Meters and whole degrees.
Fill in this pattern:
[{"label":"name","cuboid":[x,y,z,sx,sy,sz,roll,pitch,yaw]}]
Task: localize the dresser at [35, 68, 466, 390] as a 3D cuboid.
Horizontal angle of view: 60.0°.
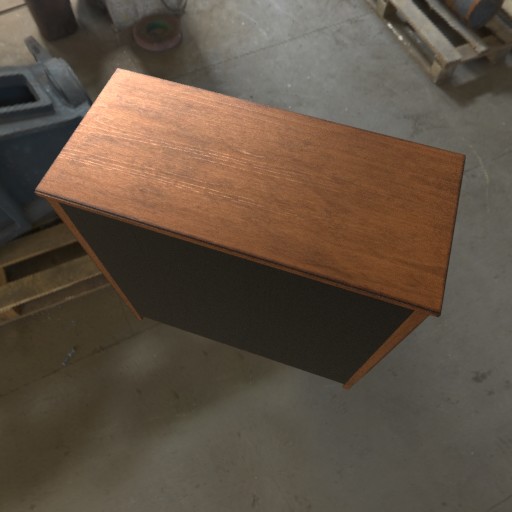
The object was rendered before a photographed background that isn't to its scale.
[{"label":"dresser","cuboid":[0.000,0.000,1.947,1.250,1.224,0.591,17,65,8]}]
